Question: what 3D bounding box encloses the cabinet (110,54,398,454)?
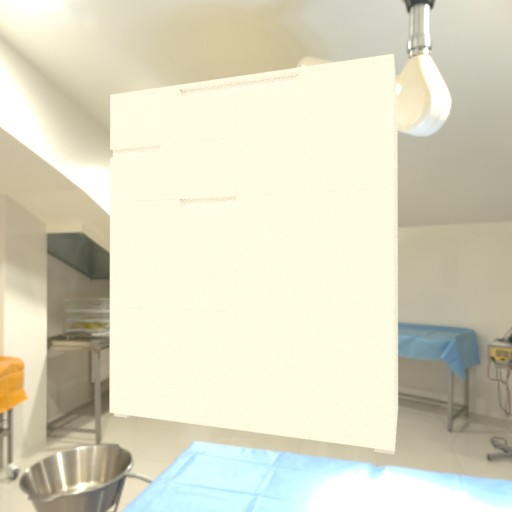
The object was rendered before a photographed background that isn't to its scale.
[{"bbox_3d":[0.000,0.000,1.657,1.000,1.190,0.400,0,0,19],"label":"cabinet"}]
